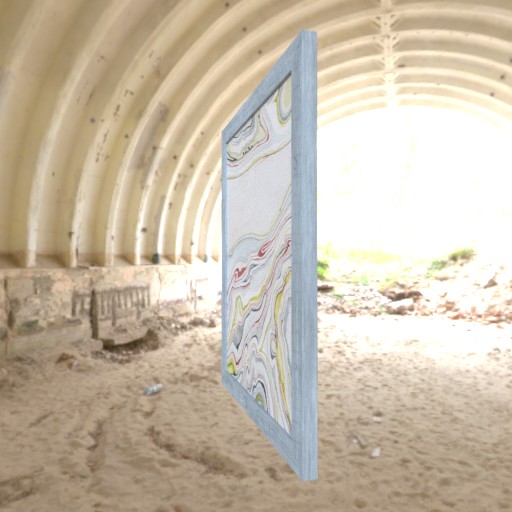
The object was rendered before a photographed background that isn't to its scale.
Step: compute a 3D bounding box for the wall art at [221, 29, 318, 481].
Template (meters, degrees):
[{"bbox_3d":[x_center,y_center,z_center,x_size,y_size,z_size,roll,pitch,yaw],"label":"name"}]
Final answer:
[{"bbox_3d":[0.000,0.000,0.803,0.022,0.582,0.479,0,-1,-17],"label":"wall art"}]
